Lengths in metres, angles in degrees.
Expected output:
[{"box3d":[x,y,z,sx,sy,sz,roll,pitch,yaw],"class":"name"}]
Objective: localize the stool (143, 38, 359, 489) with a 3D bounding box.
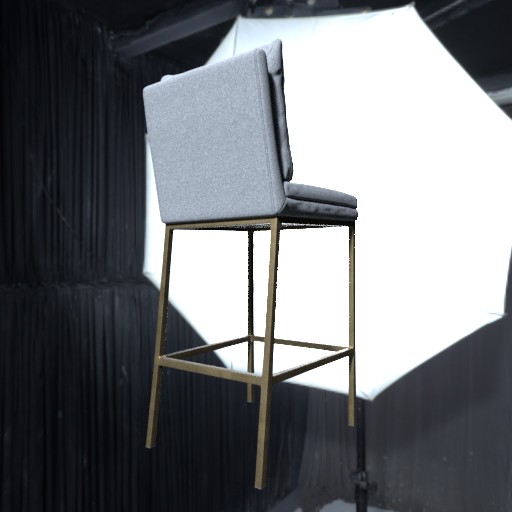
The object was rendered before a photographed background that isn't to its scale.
[{"box3d":[0.000,0.000,1.409,0.463,1.130,0.569,-1,-1,36],"class":"stool"}]
